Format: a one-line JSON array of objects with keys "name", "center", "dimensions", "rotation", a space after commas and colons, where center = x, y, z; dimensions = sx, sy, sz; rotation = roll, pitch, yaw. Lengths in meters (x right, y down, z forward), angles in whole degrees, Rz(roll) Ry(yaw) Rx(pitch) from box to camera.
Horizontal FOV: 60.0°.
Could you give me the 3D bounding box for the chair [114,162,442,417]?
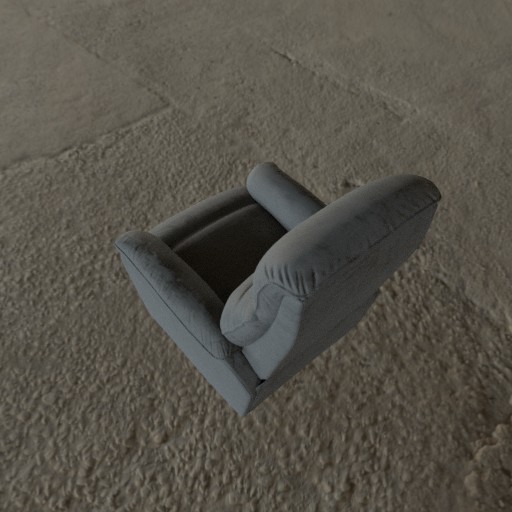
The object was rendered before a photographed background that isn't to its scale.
[{"name": "chair", "center": [0.000, 0.000, 1.742], "dimensions": [0.820, 1.037, 1.004], "rotation": [-32, 55, -26]}]
